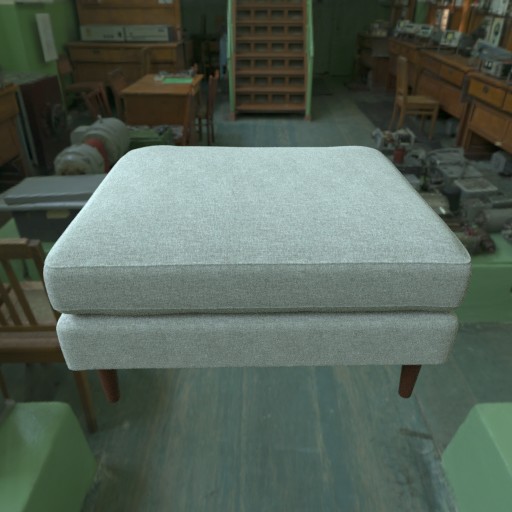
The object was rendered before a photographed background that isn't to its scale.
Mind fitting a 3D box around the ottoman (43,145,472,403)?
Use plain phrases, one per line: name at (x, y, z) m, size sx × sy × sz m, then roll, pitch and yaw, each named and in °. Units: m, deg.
ottoman at (0.000, 0.000, 1.192) m, size 0.821 × 0.474 × 0.693 m, roll -1°, pitch 31°, yaw -1°
